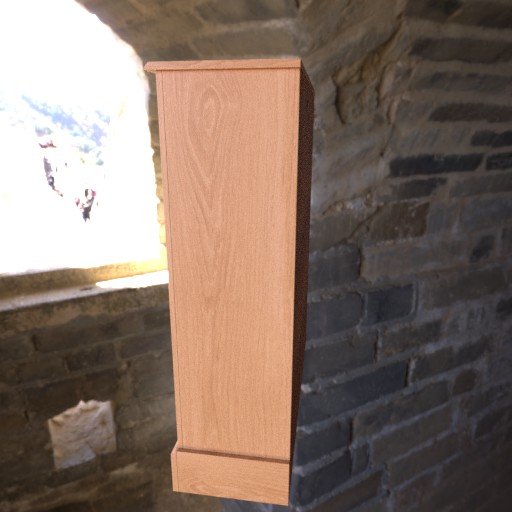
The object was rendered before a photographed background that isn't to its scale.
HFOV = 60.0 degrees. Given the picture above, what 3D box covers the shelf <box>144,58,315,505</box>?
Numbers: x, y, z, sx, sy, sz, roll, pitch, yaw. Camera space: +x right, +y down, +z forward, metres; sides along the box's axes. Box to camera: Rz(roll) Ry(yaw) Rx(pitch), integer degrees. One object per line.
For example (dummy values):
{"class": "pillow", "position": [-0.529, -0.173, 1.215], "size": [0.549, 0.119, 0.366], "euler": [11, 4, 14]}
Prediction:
{"class": "shelf", "position": [0.000, 0.000, 1.333], "size": [0.291, 0.980, 0.840], "euler": [3, 17, 9]}
